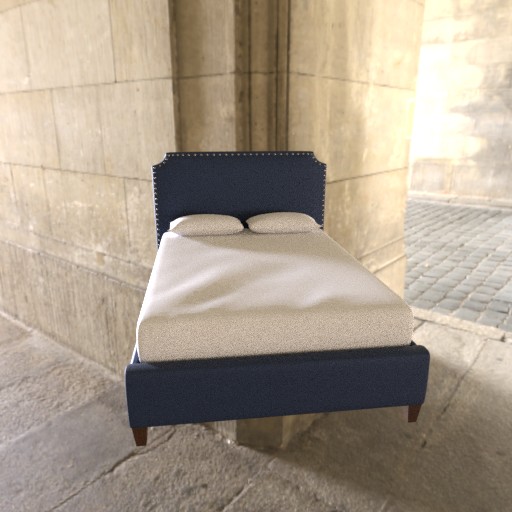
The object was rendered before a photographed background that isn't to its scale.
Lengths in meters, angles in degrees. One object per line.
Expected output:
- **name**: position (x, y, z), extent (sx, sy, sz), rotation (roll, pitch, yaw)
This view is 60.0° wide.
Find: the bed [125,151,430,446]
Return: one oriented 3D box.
- **bed**: position (0.000, 0.000, 3.422), extent (1.712, 1.443, 2.372), rotation (-2, 17, -7)
